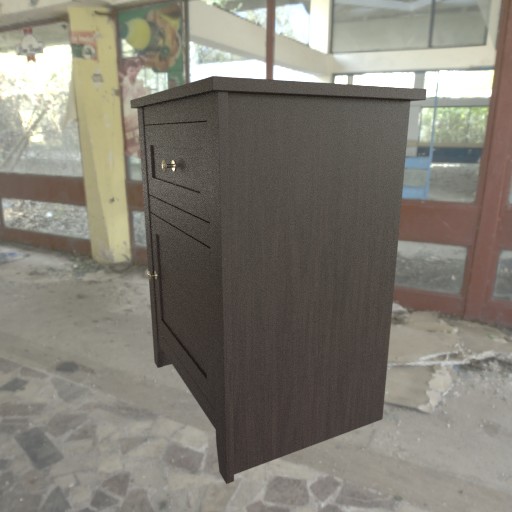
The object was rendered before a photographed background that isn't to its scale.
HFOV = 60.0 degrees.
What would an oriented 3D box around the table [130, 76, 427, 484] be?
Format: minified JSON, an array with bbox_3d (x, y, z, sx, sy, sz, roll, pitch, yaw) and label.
[{"bbox_3d":[0.000,0.000,0.929,0.381,0.635,0.480,-8,17,-26],"label":"table"}]
